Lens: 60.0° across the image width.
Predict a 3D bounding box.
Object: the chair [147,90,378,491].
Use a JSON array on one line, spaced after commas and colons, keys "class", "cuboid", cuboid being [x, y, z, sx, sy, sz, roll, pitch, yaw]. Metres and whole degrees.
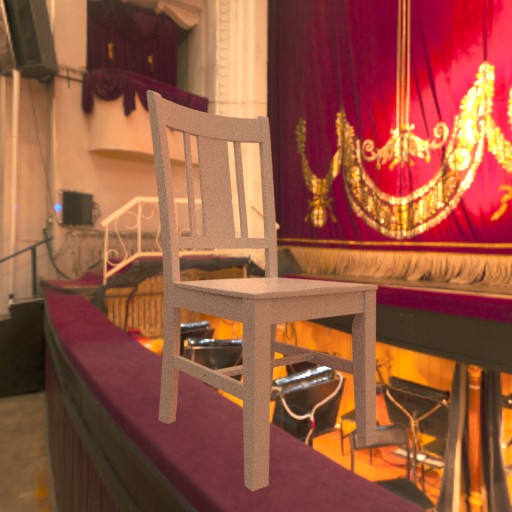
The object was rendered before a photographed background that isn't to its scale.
[{"class": "chair", "cuboid": [0.000, 0.000, 1.276, 0.450, 0.998, 0.555, -1, 1, -36]}]
